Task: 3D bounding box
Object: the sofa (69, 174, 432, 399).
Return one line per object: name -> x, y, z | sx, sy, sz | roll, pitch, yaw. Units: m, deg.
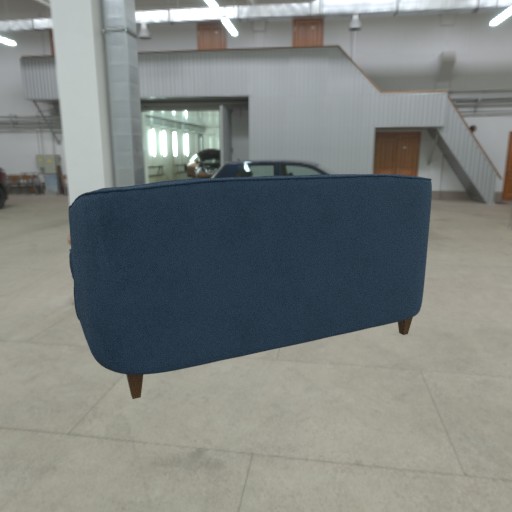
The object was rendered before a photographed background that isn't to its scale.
sofa -> 0.000, 0.000, 2.281 | 1.733, 0.854, 0.941 | -6, 15, -26
